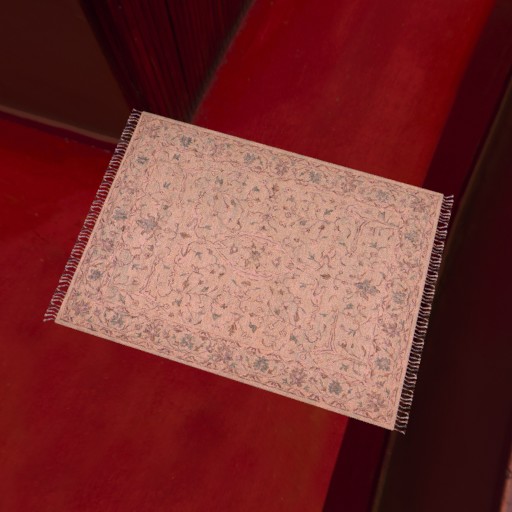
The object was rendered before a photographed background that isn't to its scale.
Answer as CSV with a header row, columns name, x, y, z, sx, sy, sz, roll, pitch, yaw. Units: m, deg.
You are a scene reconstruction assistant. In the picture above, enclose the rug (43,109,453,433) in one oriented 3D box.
name,x,y,z,sx,sy,sz,roll,pitch,yaw
rug,0.000,0.000,2.246,1.802,0.008,1.247,17,76,4
